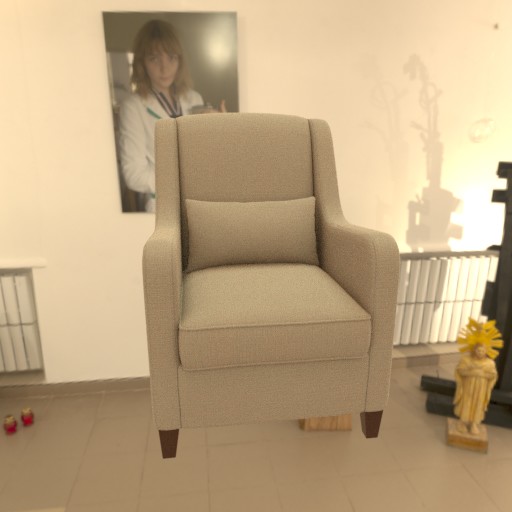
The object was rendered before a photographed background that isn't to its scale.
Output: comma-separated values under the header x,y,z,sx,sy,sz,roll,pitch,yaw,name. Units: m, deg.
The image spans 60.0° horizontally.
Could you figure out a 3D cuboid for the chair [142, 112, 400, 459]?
x,y,z,sx,sy,sz,roll,pitch,yaw,name
0.000,0.000,1.602,0.715,1.017,0.896,-2,16,-8,chair
